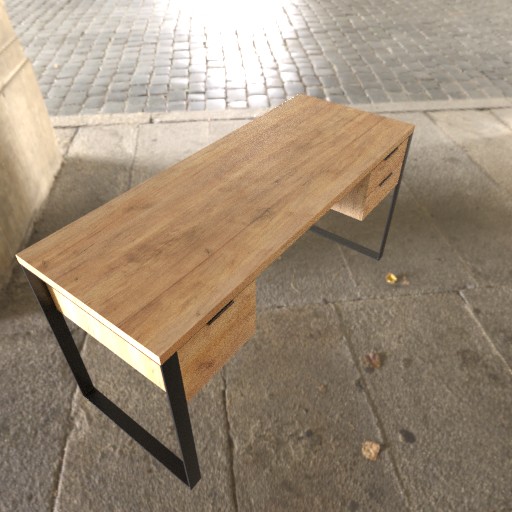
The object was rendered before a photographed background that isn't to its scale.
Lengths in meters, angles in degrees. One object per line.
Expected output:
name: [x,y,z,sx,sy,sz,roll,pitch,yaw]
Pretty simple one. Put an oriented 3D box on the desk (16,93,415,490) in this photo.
desk: [0.000,0.000,1.855,0.600,0.760,1.520,26,48,27]
